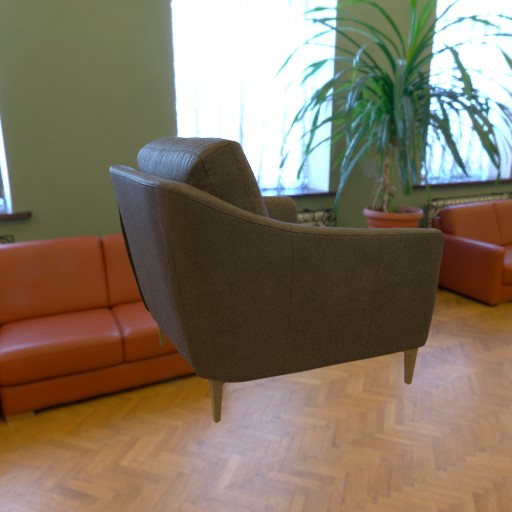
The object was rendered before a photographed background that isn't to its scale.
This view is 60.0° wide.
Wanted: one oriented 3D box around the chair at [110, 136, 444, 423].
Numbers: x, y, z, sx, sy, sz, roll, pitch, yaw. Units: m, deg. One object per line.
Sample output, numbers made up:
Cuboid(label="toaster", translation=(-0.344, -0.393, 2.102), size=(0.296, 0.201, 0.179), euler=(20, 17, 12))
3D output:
Cuboid(label="chair", translation=(0.000, 0.000, 1.732), size=(0.961, 0.901, 0.988), euler=(-8, 17, -27))
